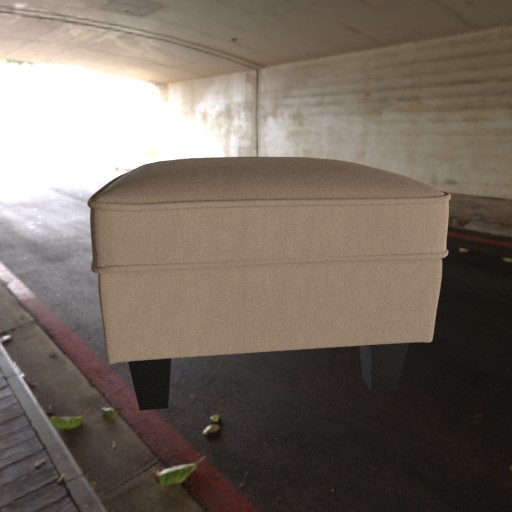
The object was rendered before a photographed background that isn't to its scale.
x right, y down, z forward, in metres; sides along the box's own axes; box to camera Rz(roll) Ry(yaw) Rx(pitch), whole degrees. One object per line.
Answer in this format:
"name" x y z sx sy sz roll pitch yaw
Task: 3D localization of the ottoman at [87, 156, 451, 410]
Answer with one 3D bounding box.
"ottoman" 0.000 0.000 1.024 0.613 0.438 0.616 -2 16 -8
